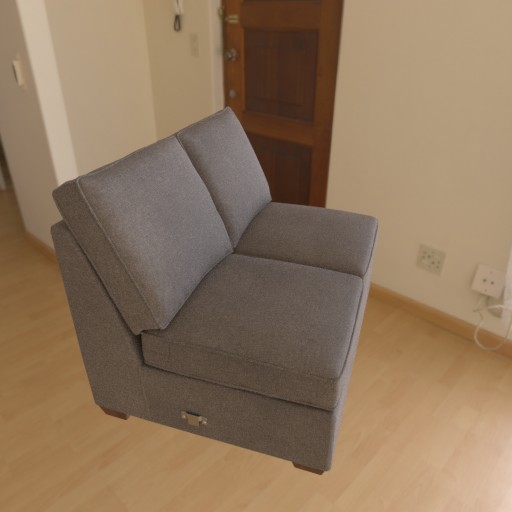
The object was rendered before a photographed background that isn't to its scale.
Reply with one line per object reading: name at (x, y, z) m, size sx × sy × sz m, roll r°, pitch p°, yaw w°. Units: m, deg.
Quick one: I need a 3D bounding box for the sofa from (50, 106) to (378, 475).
sofa at (0.000, 0.000, 1.907) m, size 0.951 × 1.008 × 1.237 m, roll 9°, pitch 30°, yaw 16°
